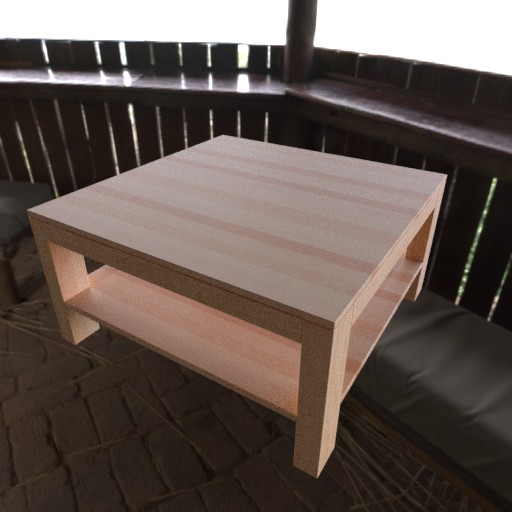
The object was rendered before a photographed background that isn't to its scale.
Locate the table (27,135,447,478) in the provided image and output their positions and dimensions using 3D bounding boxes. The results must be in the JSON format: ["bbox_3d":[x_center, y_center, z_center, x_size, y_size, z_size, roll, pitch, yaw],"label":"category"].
[{"bbox_3d":[0.000,0.000,1.432,0.900,0.450,0.900,18,35,28],"label":"table"}]
